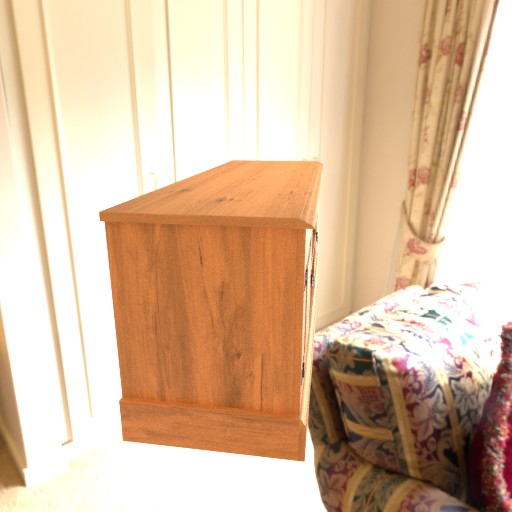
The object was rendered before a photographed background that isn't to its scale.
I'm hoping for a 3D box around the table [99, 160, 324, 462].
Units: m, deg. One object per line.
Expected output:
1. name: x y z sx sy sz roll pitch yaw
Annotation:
1. table: 0.000 0.000 1.436 0.400 0.510 1.200 3 17 9
